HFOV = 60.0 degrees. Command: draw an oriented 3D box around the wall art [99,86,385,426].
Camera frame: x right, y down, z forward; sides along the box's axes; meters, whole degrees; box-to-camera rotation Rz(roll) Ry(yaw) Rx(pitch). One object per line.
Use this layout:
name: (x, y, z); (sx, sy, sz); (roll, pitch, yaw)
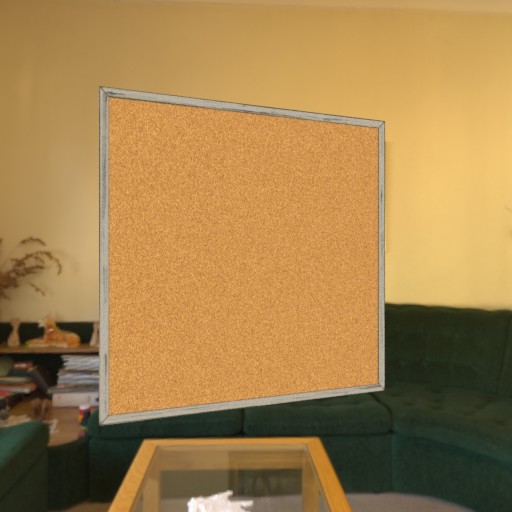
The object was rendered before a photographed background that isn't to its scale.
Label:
wall art: (0.000, 0.000, 1.140); (0.761, 0.761, 0.037); (0, 0, -20)
